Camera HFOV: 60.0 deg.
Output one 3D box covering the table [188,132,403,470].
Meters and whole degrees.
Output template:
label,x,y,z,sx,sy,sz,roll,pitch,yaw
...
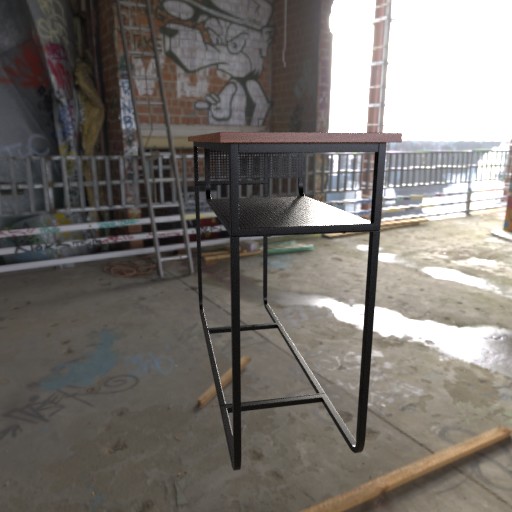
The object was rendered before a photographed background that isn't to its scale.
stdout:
label,x,y,z,sx,sy,sz,roll,pitch,yaw
table,0.000,0.000,1.429,0.350,0.750,1.100,-3,15,-11
